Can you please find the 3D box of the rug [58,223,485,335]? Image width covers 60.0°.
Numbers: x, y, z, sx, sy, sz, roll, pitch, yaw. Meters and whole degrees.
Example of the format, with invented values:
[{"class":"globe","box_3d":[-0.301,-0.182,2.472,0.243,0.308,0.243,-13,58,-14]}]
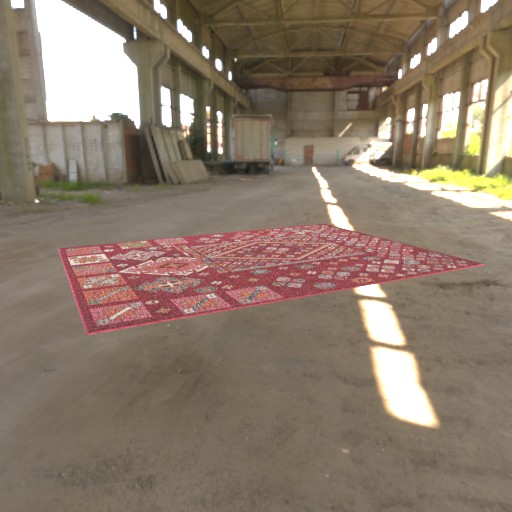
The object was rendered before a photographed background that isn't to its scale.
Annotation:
[{"class":"rug","box_3d":[0.000,0.000,4.203,3.306,0.011,2.389,-7,15,-26]}]
